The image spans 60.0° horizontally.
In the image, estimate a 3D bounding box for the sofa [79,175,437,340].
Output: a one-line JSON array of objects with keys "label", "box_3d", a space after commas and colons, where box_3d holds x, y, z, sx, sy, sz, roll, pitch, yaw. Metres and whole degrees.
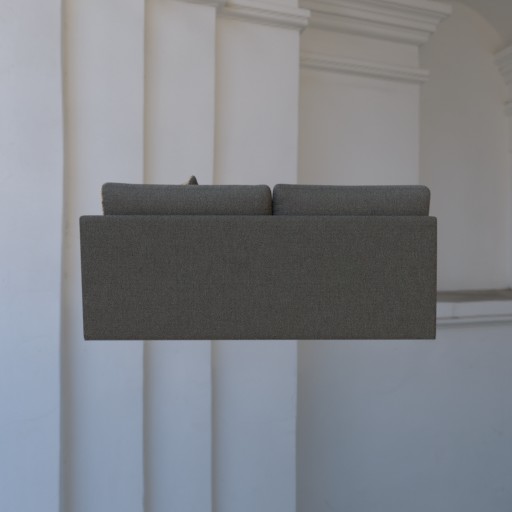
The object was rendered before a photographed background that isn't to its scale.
[{"label": "sofa", "box_3d": [0.000, 0.000, 3.876, 1.994, 0.978, 2.896, 0, -1, -1]}]
